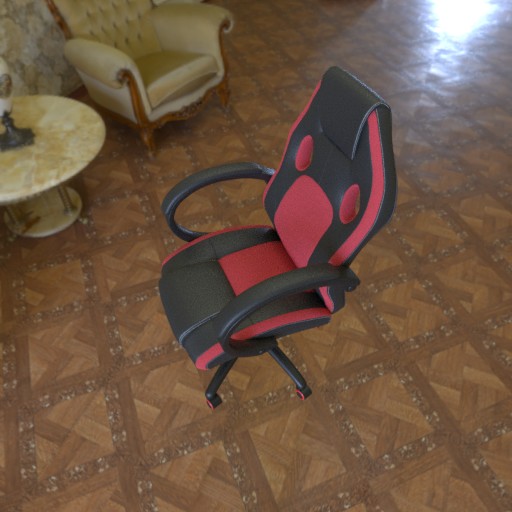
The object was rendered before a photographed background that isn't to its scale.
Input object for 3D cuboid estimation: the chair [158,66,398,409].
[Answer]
[{"bbox_3d":[0.000,0.000,1.616,0.724,1.187,0.673,-17,49,-16],"label":"chair"}]
